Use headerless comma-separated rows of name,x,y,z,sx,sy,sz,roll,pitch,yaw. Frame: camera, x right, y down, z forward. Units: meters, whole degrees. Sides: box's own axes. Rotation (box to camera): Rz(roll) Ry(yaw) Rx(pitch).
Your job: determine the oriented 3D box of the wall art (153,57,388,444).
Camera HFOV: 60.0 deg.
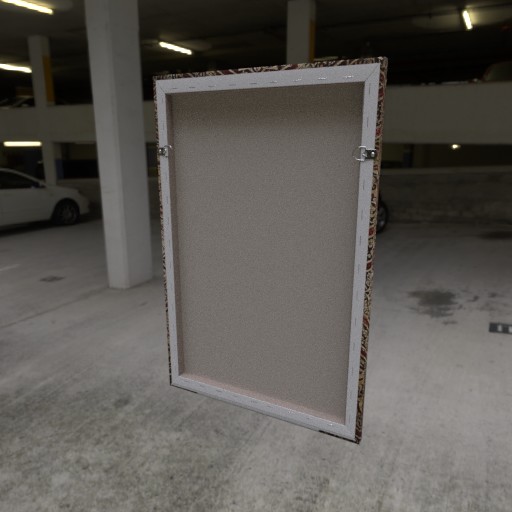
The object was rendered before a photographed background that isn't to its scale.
wall art,0.000,0.000,1.149,0.599,0.904,0.030,8,16,27
